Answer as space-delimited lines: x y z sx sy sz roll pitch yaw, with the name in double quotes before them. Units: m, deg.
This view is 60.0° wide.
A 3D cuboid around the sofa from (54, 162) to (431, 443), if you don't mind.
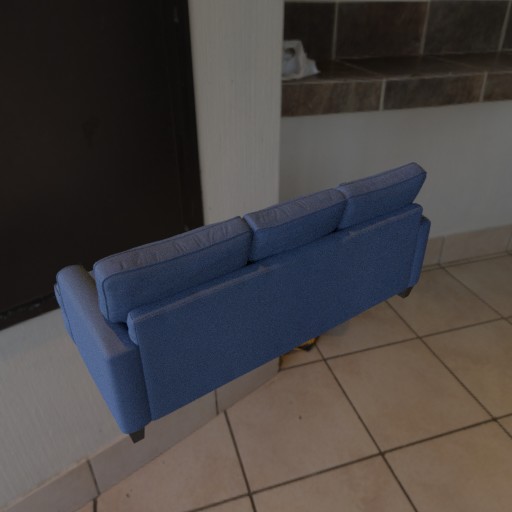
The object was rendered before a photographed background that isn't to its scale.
"sofa" 0.000 0.000 2.682 2.158 0.965 0.951 -20 36 -30
